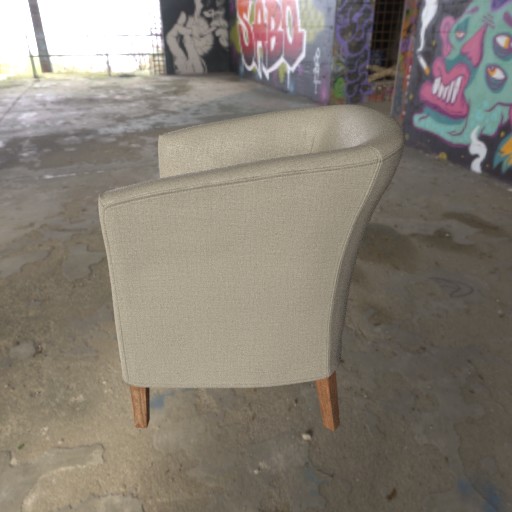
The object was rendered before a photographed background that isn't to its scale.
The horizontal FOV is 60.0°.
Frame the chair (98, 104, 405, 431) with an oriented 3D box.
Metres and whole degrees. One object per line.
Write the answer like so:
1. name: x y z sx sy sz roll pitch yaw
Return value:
1. chair: 0.000 0.000 1.253 0.668 0.771 0.600 1 27 2
